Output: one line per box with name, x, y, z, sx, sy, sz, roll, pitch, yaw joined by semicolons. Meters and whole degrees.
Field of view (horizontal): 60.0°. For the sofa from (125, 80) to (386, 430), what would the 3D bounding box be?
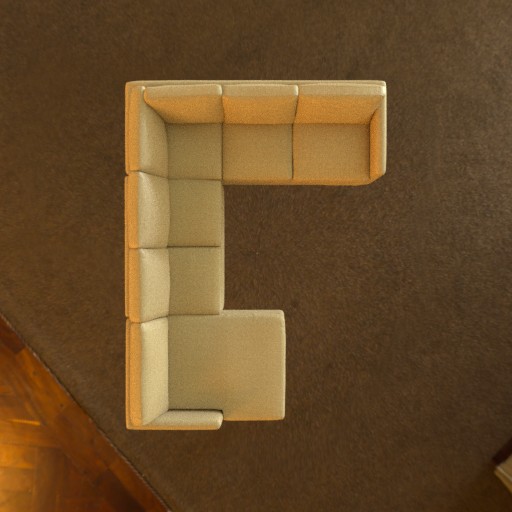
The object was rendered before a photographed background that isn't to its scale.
sofa;0.000;0.000;4.601;2.594;0.961;3.460;0;90;0
